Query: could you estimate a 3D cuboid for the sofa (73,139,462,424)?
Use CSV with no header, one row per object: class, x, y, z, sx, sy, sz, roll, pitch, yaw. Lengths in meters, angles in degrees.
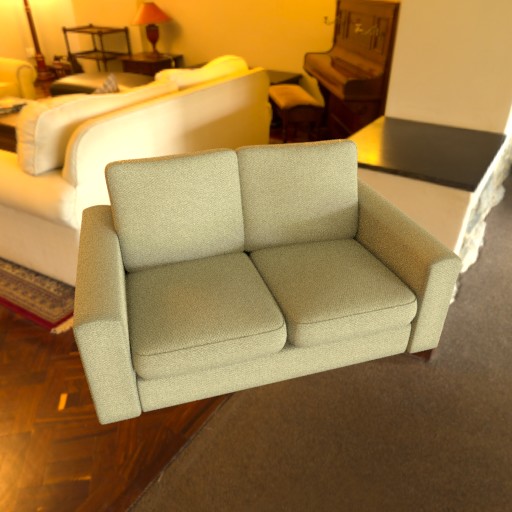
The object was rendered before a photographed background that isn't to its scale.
sofa,0.000,0.000,2.175,1.616,0.873,1.016,-9,33,-14
